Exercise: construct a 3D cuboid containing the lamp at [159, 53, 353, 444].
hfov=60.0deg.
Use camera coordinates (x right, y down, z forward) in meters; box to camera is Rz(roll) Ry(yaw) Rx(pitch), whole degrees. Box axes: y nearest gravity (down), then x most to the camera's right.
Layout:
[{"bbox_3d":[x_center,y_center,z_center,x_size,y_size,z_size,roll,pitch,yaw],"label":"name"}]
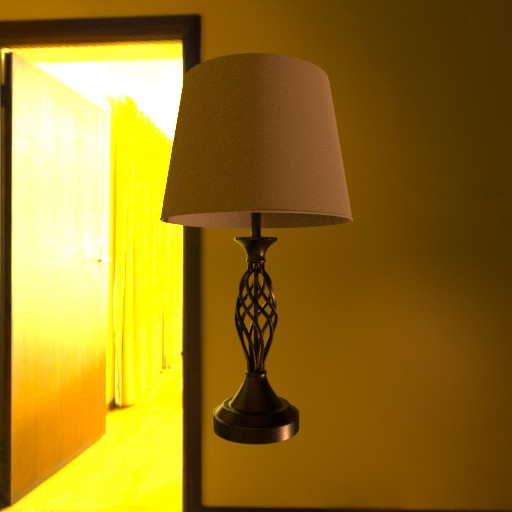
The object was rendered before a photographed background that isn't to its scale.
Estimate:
[{"bbox_3d":[0.000,0.000,0.774,0.331,0.594,0.331,0,0,0],"label":"lamp"}]
